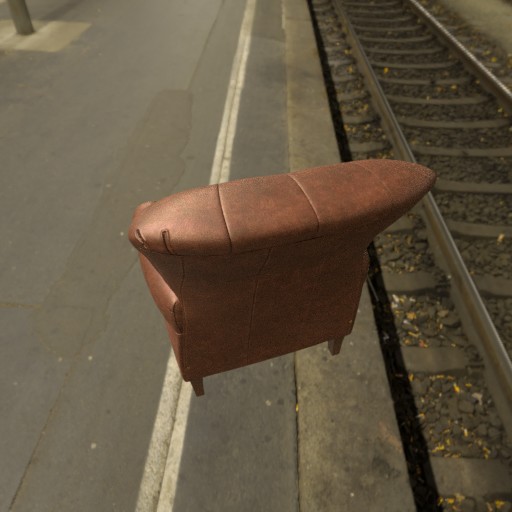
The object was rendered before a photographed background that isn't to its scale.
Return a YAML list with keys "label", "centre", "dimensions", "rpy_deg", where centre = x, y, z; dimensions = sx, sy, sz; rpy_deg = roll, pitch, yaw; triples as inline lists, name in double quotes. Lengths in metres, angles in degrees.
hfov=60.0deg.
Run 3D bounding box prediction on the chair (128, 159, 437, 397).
- label: "chair"
  centre: [0.000, 0.000, 1.901]
  dimensions: [0.979, 1.162, 1.031]
  rpy_deg: [-13, 43, -14]
